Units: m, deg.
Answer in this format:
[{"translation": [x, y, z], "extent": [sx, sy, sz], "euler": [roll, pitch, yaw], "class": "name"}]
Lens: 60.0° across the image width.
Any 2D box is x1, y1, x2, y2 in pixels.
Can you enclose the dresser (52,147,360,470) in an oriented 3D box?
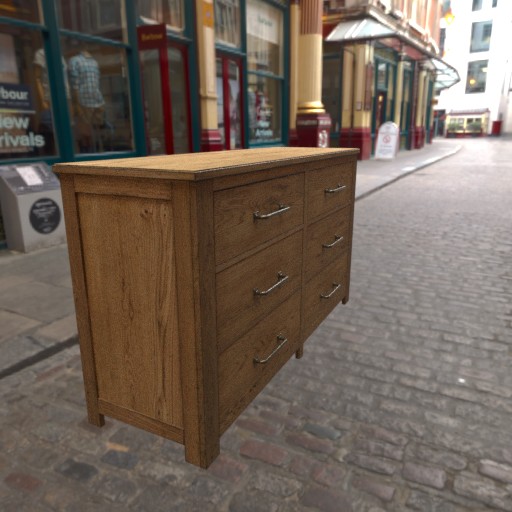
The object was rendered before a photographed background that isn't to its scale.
[{"translation": [0.000, 0.000, 2.074], "extent": [0.563, 0.932, 1.657], "euler": [8, 18, 26], "class": "dresser"}]
